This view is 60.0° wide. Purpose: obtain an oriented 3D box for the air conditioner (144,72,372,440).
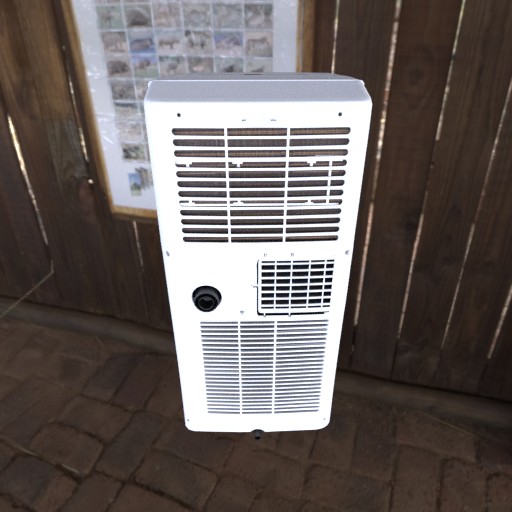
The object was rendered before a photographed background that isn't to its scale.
[{"bbox_3d":[0.000,0.000,0.801,0.304,0.606,0.349,-1,29,-1],"label":"air conditioner"}]
